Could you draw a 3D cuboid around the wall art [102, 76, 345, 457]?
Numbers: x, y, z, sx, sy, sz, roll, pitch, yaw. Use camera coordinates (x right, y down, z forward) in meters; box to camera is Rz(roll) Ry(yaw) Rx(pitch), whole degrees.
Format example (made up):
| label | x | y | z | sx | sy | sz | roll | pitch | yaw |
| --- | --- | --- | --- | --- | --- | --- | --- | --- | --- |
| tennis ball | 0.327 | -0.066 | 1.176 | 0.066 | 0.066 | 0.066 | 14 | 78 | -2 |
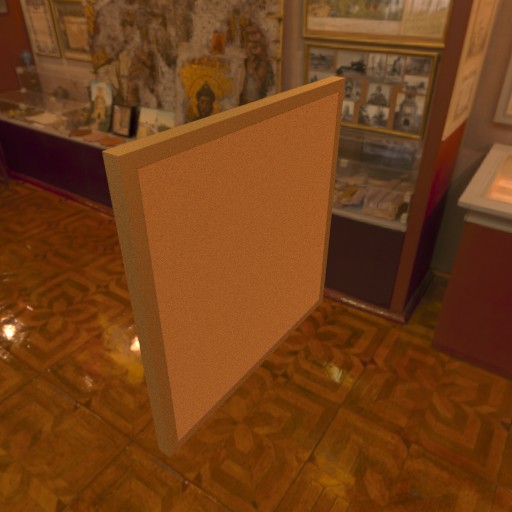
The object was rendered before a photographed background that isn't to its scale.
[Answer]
| label | x | y | z | sx | sy | sz | roll | pitch | yaw |
| --- | --- | --- | --- | --- | --- | --- | --- | --- | --- |
| wall art | 0.000 | 0.000 | 2.902 | 0.099 | 1.926 | 1.926 | 21 | 38 | 30 |
